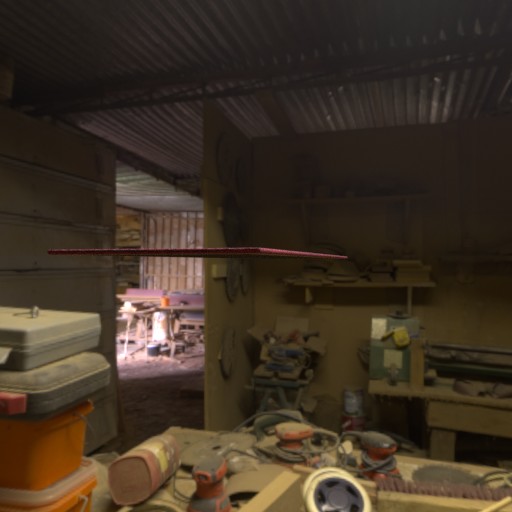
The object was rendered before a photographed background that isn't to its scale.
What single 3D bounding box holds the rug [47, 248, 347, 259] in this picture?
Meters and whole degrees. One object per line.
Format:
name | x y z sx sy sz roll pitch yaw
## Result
rug | 0.000 0.000 2.643 0.813 0.018 2.439 0 -1 18
